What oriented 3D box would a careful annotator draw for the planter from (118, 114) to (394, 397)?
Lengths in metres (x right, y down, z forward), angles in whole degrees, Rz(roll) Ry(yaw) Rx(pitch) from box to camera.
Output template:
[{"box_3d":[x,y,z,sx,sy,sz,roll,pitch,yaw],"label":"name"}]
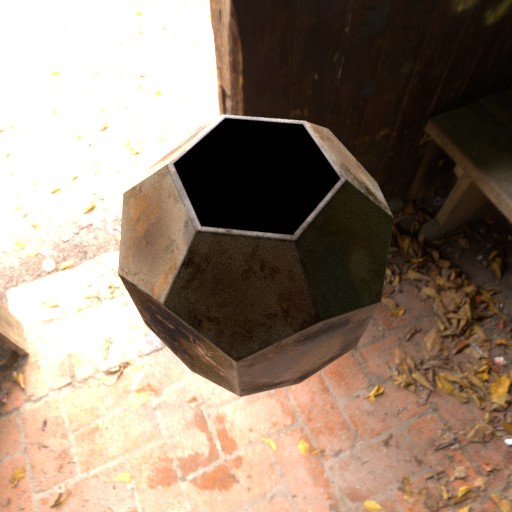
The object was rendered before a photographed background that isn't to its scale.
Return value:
[{"box_3d":[0.000,0.000,0.426,0.243,0.238,0.221,32,64,18],"label":"planter"}]
